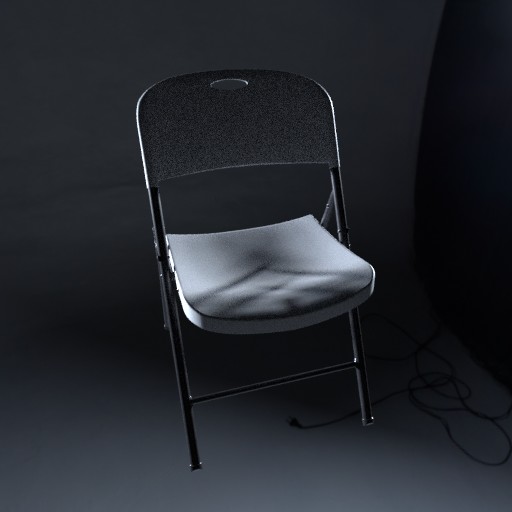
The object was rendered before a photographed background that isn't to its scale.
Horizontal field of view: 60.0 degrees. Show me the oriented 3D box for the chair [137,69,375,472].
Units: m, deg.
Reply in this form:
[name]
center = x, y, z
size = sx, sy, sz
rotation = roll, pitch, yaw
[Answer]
[chair]
center = 0.000, 0.000, 1.136
size = 0.494, 0.810, 0.566
rotation = -9, 33, -14
